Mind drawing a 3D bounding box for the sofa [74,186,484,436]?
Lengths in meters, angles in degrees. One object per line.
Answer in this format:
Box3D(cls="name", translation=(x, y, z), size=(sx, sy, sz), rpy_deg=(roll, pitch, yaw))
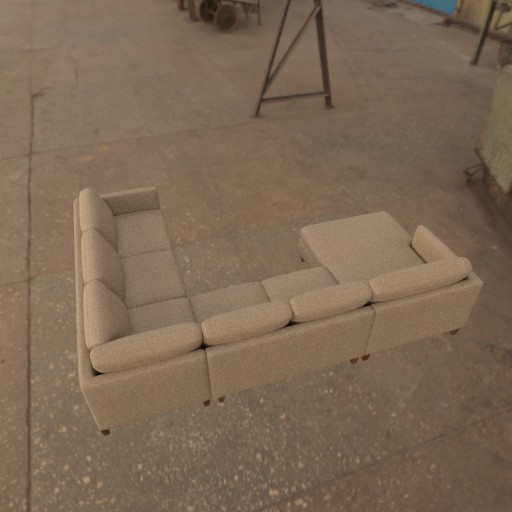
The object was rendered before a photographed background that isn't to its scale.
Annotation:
Box3D(cls="sofa", translation=(0.000, 0.000, 4.506), size=(3.403, 0.889, 2.551), rpy_deg=(-12, 42, -14))
